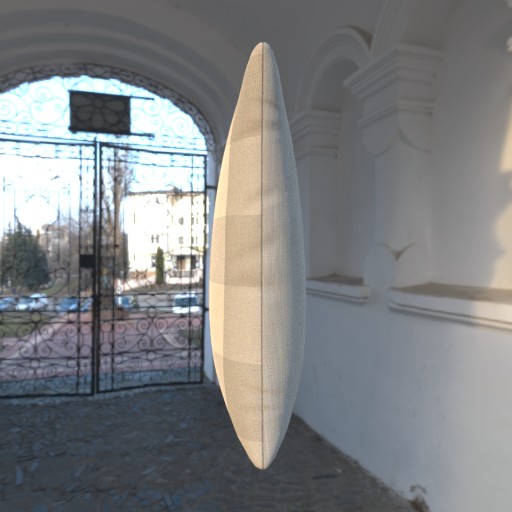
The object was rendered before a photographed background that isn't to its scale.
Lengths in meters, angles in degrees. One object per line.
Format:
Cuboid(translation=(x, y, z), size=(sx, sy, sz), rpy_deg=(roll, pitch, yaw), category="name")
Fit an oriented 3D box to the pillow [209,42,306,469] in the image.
Cuboid(translation=(0.000, 0.000, 0.776), size=(0.161, 0.509, 0.511), rpy_deg=(0, 0, -2), category="pillow")
